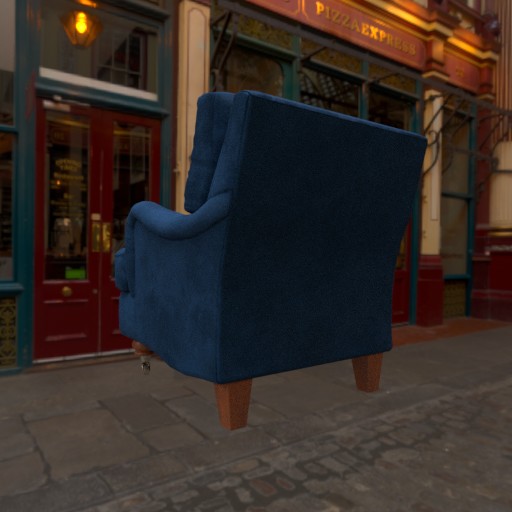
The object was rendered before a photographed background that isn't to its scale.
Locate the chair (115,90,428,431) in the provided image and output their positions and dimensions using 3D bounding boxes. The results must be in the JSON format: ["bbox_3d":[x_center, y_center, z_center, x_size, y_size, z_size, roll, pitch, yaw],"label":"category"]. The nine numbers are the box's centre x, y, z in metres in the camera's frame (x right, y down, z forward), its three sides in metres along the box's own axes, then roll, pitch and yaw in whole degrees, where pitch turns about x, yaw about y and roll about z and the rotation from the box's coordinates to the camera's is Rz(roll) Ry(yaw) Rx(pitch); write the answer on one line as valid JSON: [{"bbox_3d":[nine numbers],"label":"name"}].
[{"bbox_3d":[0.000,0.000,1.854,0.895,1.076,1.078,0,0,-36],"label":"chair"}]
